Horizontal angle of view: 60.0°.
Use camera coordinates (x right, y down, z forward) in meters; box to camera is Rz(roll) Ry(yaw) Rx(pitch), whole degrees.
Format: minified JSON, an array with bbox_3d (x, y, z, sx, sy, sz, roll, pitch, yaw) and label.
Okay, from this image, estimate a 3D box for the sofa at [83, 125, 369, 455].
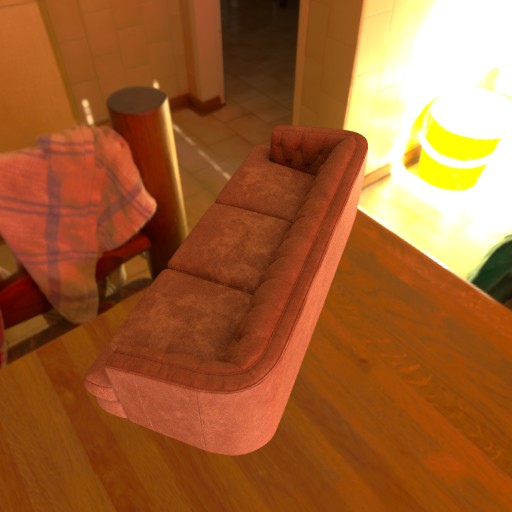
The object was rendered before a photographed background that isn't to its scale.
[{"bbox_3d":[0.000,0.000,2.745,0.922,0.791,2.257,16,48,15],"label":"sofa"}]
